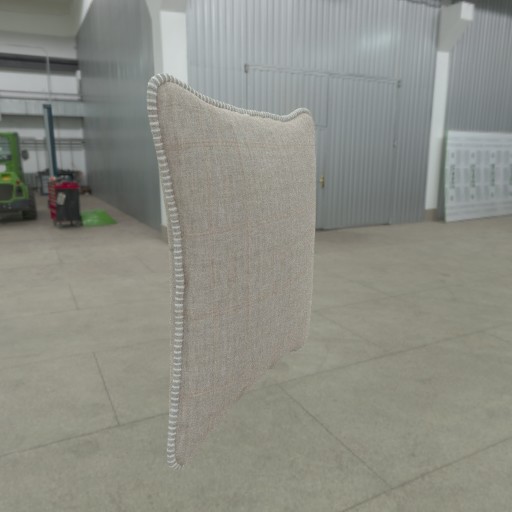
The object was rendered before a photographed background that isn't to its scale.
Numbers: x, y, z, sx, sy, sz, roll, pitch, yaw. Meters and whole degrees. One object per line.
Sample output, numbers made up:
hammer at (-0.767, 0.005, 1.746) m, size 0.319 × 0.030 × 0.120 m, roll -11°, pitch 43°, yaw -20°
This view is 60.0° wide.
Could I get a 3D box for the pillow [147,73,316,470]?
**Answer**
pillow at (0.000, 0.000, 0.721) m, size 0.124 × 0.494 × 0.485 m, roll 7°, pitch 15°, yaw 27°
